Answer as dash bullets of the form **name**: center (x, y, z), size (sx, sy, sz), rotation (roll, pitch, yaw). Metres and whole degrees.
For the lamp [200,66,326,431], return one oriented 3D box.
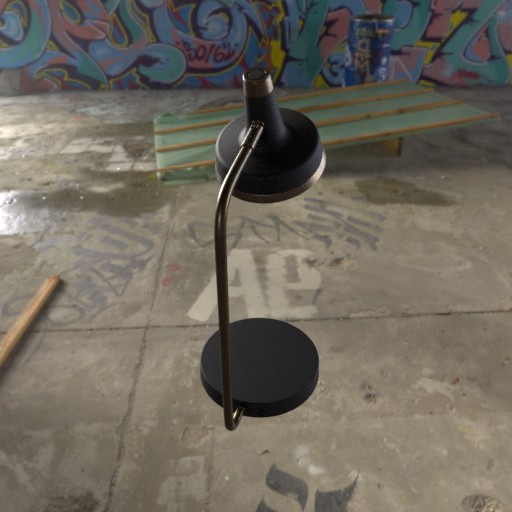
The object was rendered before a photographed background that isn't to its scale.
- **lamp**: center (0.000, 0.000, 0.492), size (0.162, 0.385, 0.218), rotation (9, 33, 14)
